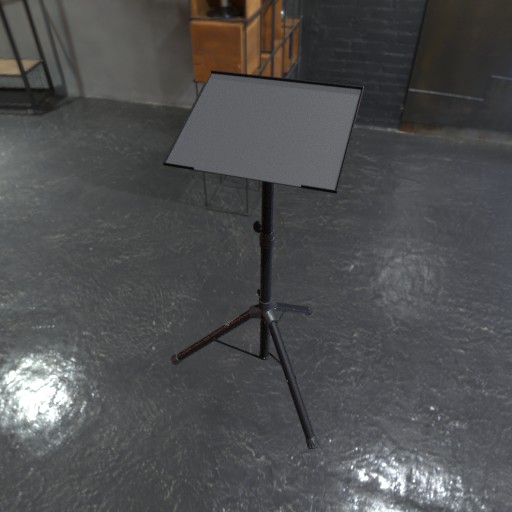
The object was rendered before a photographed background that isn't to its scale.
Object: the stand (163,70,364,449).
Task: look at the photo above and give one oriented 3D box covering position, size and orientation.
[{"bbox_3d":[0.000,0.000,1.602,0.702,1.198,0.702,12,42,13],"label":"stand"}]
